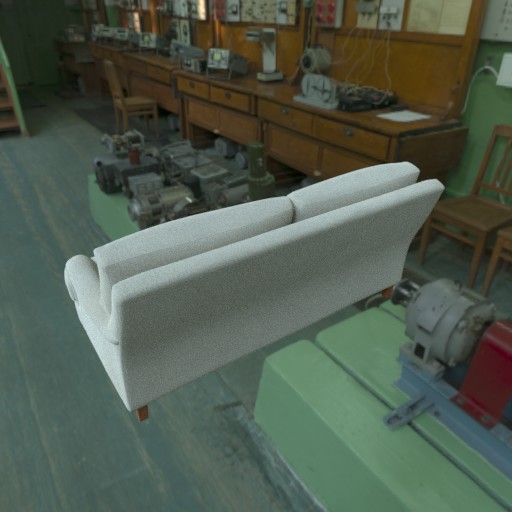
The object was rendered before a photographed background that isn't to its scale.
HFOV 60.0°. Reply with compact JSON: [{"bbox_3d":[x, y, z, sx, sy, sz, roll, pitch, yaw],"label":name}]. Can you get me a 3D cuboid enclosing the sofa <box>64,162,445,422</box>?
[{"bbox_3d":[0.000,0.000,2.705,2.070,0.997,1.091,-19,35,-30],"label":"sofa"}]
